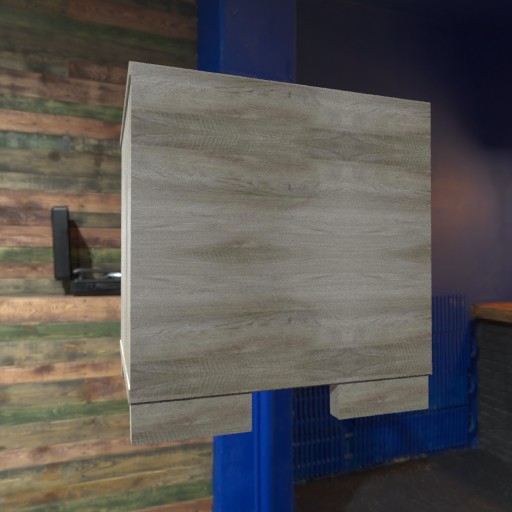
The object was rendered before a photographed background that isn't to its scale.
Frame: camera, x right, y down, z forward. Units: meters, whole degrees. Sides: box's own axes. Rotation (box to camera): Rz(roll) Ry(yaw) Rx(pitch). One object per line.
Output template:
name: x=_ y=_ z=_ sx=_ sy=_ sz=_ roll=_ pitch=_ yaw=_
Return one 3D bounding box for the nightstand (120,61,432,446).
nightstand: x=0.000 y=0.000 z=0.743 sx=0.427 sy=0.448 sz=0.347 roll=0 pitch=-1 yaw=-19
